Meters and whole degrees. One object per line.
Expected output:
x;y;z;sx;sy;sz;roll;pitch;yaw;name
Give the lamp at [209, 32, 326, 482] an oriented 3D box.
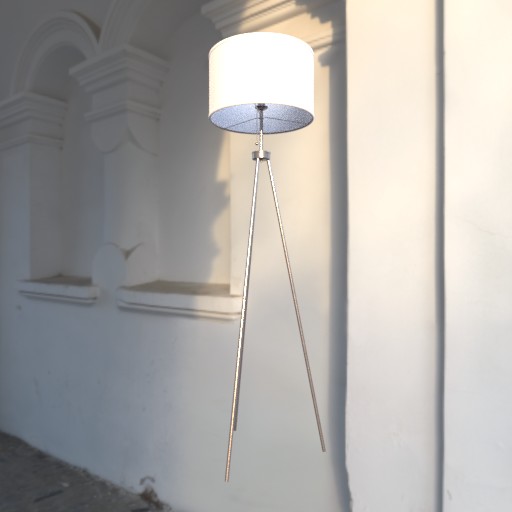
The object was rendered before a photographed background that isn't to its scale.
0.000;0.000;1.749;0.448;1.545;0.458;0;0;-36;lamp
